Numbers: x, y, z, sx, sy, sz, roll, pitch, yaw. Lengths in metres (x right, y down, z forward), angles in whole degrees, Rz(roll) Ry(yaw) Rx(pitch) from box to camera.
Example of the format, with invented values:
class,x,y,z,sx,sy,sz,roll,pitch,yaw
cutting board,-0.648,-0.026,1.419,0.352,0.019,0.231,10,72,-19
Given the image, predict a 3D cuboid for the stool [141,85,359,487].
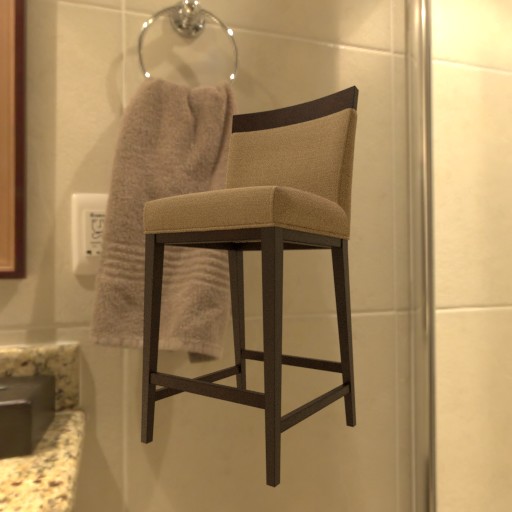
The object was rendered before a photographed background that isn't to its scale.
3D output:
class,x,y,z,sx,sy,sz,roll,pitch,yaw
stool,0.000,0.000,1.414,0.511,1.117,0.531,-1,-1,35
